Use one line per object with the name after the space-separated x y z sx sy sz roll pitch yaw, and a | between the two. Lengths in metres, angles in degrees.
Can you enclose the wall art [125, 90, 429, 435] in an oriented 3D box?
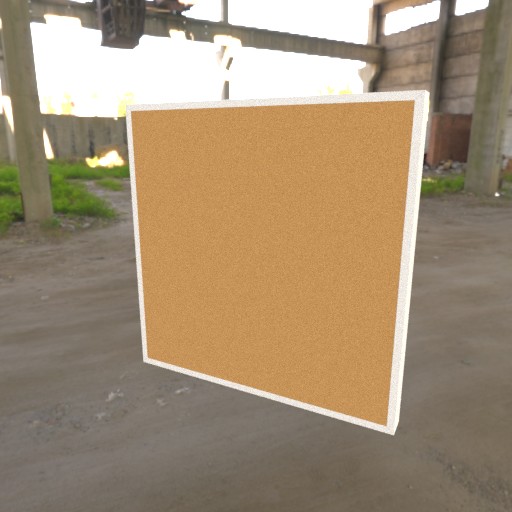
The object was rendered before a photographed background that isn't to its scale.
0.000 0.000 0.455 0.304 0.304 0.024 8 17 27 | wall art
